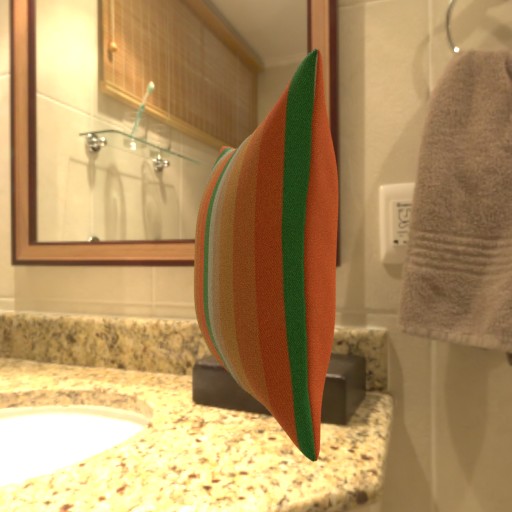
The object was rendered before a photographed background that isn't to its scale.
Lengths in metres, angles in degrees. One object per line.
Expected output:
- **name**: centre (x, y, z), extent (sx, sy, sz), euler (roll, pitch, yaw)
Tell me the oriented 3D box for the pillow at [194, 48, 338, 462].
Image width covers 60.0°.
- **pillow**: centre (0.000, 0.000, 0.688), extent (0.169, 0.444, 0.453), euler (0, 0, -17)
